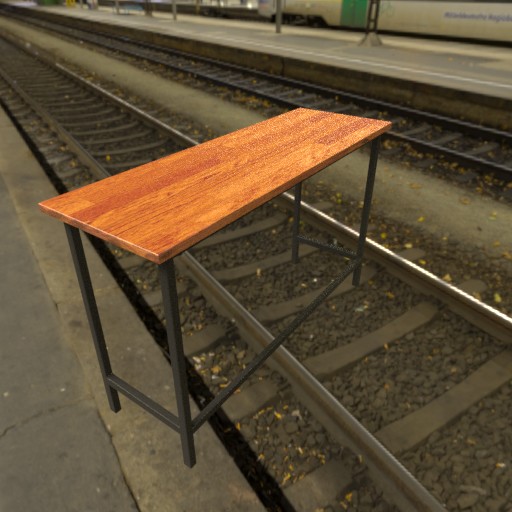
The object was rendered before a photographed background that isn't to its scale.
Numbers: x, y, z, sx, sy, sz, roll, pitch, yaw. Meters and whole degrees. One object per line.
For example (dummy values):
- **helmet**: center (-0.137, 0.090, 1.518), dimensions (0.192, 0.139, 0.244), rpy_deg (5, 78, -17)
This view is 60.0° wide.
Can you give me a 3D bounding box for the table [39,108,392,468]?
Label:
- **table**: center (0.000, 0.000, 1.558), dimensions (0.408, 0.740, 1.204), rpy_deg (21, 37, 30)
